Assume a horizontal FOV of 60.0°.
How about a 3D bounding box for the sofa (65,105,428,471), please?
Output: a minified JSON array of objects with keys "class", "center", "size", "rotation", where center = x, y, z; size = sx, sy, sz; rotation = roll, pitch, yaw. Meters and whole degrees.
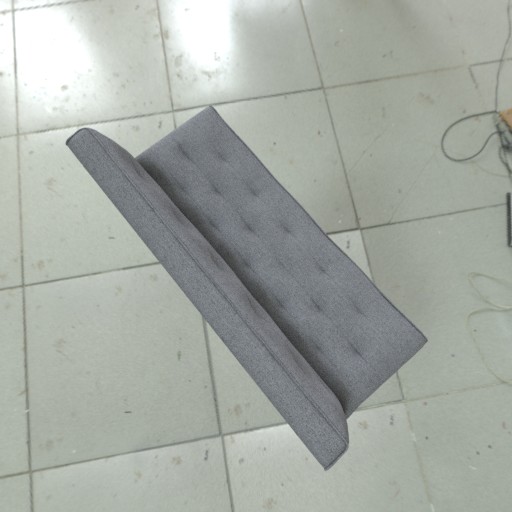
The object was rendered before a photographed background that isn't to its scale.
[{"class":"sofa","center":[0.000,0.000,2.299],"size":[0.810,0.830,1.820],"rotation":[-39,78,-10]}]
